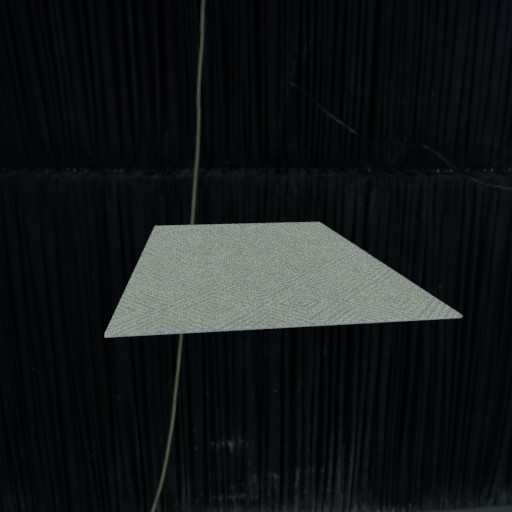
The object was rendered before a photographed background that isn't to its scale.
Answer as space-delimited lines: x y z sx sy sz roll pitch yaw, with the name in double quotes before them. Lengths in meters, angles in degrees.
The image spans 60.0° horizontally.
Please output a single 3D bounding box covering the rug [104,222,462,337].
"rug" 0.000 0.000 2.227 1.143 0.008 1.753 -2 15 -7
